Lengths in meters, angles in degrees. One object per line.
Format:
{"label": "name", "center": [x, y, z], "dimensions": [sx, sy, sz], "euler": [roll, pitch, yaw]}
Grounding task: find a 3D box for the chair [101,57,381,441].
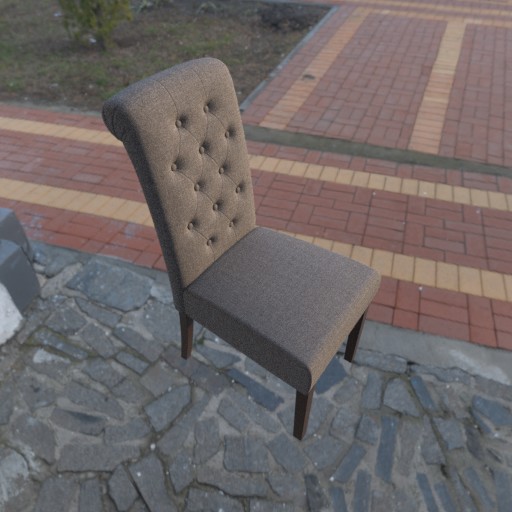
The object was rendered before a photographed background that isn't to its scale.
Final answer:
{"label": "chair", "center": [0.000, 0.000, 1.373], "dimensions": [0.671, 1.006, 0.456], "euler": [25, 48, 25]}
